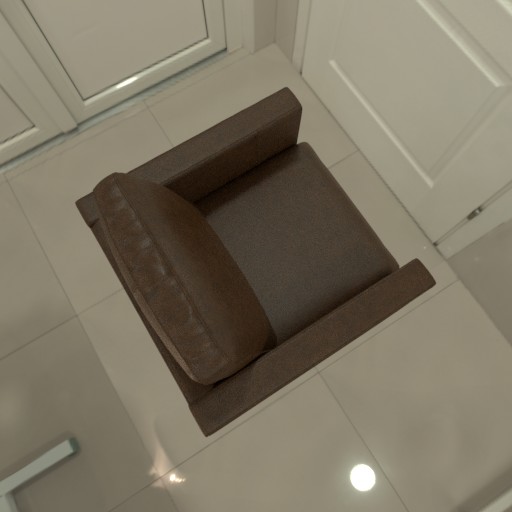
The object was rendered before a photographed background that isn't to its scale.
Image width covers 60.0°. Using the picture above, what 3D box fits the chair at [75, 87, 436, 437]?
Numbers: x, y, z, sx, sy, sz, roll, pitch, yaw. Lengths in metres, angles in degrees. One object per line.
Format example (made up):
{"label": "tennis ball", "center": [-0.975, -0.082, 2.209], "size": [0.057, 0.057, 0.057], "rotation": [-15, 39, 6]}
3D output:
{"label": "chair", "center": [0.000, 0.000, 1.669], "size": [0.909, 0.956, 0.890], "rotation": [-31, 76, -9]}
